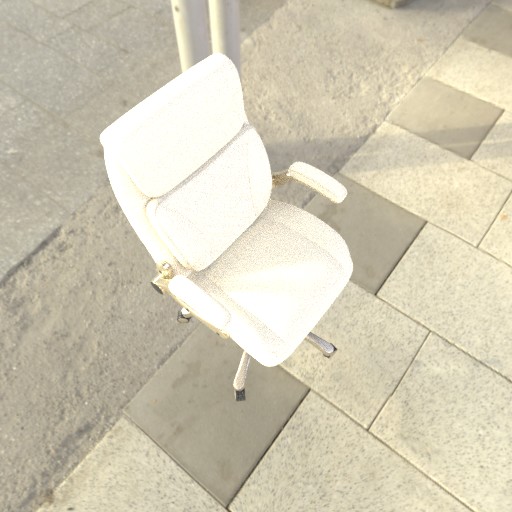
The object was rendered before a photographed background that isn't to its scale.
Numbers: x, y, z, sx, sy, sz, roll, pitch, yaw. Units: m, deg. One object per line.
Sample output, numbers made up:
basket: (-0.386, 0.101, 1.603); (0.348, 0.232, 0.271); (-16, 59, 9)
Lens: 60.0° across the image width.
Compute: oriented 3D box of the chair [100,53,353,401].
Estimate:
chair: (0.000, 0.000, 1.646); (0.794, 1.110, 0.740); (31, 63, 18)
